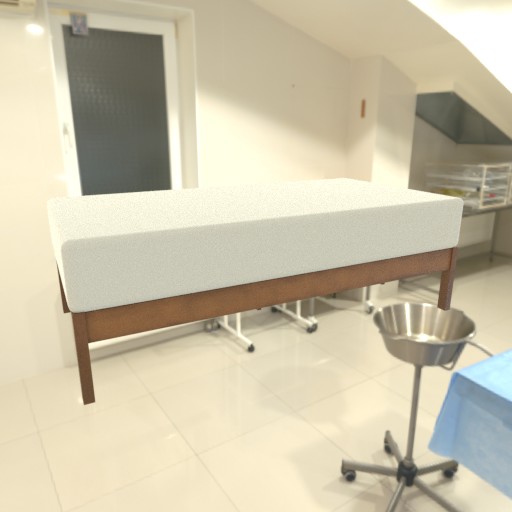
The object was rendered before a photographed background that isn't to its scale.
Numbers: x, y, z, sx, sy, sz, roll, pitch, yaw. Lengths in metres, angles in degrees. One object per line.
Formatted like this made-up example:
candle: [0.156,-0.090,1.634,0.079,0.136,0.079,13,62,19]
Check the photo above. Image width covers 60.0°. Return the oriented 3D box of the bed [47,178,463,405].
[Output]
bed: [0.000,0.000,2.337,1.902,0.616,0.961,-8,19,-26]
